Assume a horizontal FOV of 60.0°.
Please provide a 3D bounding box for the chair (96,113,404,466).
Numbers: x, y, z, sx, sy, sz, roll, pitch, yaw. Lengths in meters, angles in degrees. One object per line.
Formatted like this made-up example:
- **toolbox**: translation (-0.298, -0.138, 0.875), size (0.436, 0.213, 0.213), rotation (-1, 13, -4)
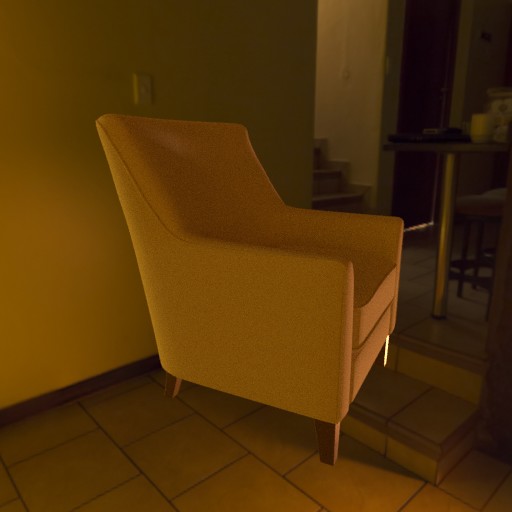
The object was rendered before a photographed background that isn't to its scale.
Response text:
- **chair**: translation (0.000, 0.000, 1.530), size (0.879, 0.916, 0.756), rotation (7, 16, 27)
